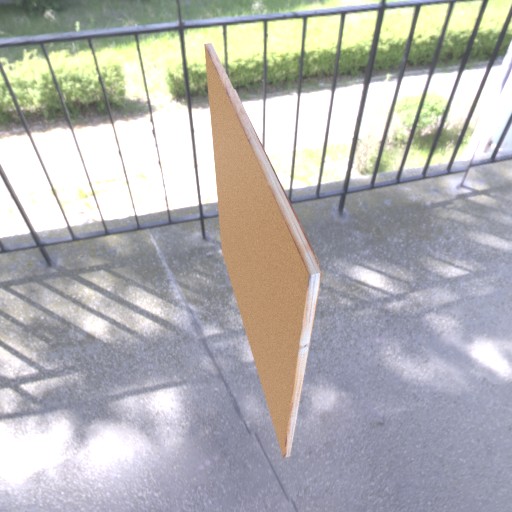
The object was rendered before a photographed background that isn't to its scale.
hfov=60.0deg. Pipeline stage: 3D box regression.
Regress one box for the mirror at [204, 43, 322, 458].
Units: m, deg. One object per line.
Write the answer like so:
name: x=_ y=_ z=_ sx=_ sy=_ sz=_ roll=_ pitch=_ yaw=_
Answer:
mirror: x=0.000 y=0.000 z=1.198 sx=0.061 sy=0.804 sz=0.804 roll=-11 pitch=49 yaw=-10
